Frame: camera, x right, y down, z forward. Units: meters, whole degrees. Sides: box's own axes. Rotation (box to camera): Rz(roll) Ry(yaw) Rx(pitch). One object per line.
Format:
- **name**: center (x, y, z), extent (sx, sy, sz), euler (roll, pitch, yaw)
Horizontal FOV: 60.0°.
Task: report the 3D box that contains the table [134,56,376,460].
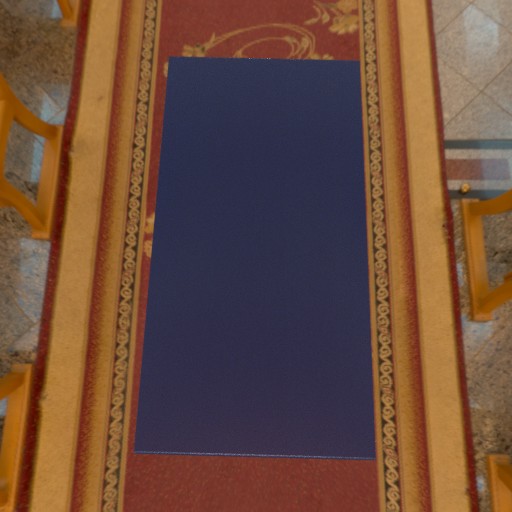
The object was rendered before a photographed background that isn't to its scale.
- **table**: center (0.000, 0.000, 1.362), extent (0.572, 0.457, 1.067), euler (1, 75, 0)
